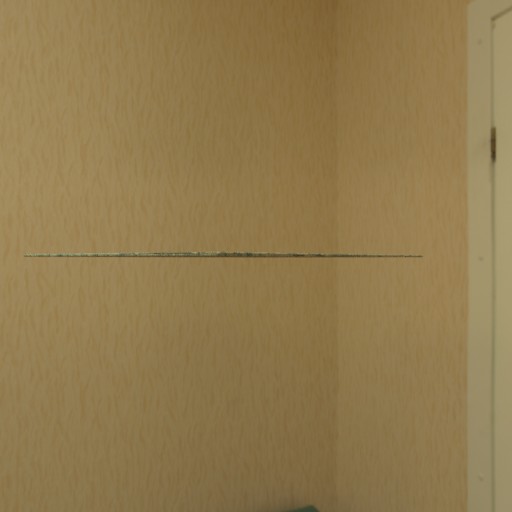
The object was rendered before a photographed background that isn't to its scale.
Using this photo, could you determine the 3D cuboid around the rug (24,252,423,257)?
[{"bbox_3d":[0.000,0.000,3.061,1.524,0.015,2.439,0,0,37],"label":"rug"}]
